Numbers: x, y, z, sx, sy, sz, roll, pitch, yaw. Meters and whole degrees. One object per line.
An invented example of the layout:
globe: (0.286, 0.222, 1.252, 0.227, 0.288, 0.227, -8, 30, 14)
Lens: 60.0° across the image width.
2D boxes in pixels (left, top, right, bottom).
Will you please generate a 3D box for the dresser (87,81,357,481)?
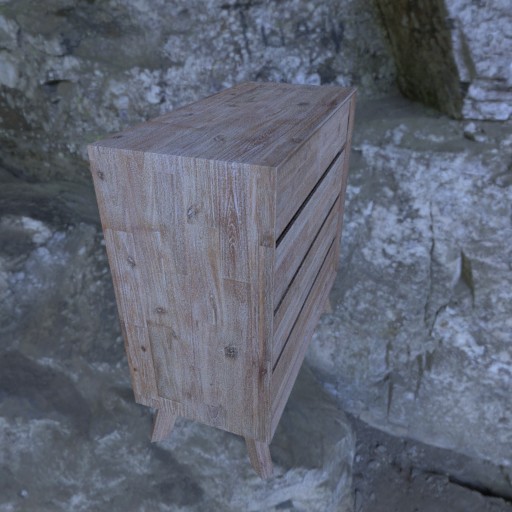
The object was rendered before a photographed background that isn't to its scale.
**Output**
dresser: (0.000, 0.000, 1.602, 0.455, 1.029, 0.998, 10, 31, 17)
